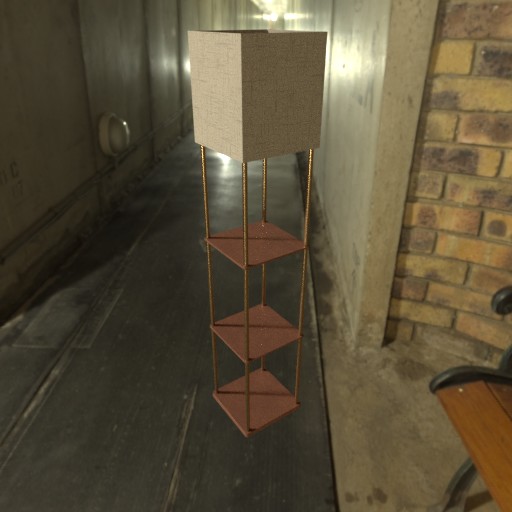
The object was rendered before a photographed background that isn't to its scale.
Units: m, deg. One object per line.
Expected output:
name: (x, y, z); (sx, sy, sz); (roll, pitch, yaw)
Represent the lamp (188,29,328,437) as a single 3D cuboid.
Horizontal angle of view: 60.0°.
lamp: (0.000, 0.000, 1.734); (0.310, 1.569, 0.308); (-18, 33, -30)
